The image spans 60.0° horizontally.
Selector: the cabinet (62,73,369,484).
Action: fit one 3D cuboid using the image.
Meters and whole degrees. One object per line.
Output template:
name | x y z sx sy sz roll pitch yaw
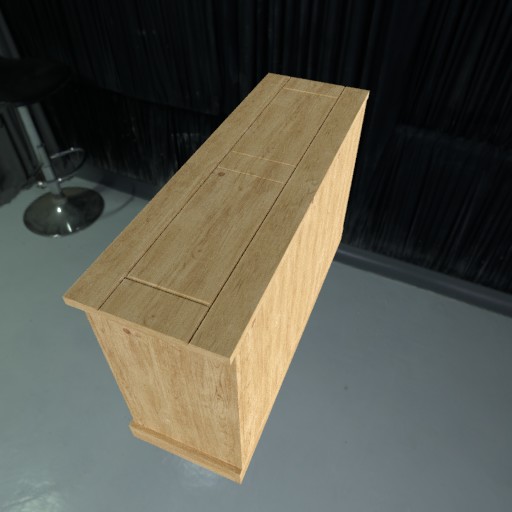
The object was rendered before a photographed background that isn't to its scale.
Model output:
cabinet | 0.000 0.000 1.694 0.432 0.810 1.321 17 48 16
